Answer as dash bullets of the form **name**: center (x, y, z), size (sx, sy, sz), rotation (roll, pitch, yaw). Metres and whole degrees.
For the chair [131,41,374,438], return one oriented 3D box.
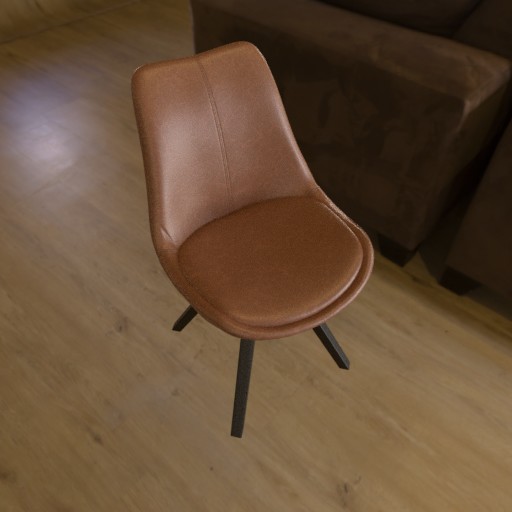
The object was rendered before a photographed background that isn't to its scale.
- **chair**: center (0.000, 0.000, 1.137), size (0.475, 0.850, 0.550), rotation (-25, 51, -22)
